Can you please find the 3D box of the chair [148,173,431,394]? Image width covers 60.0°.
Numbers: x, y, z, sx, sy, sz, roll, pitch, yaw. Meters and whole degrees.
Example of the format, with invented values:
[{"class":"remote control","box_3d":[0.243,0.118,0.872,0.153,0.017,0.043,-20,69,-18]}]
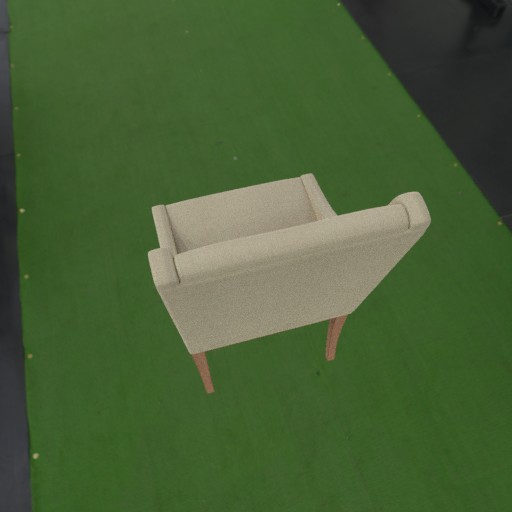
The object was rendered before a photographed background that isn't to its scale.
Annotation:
[{"class":"chair","box_3d":[0.000,0.000,1.367,0.575,1.021,0.611,-13,60,-8]}]
